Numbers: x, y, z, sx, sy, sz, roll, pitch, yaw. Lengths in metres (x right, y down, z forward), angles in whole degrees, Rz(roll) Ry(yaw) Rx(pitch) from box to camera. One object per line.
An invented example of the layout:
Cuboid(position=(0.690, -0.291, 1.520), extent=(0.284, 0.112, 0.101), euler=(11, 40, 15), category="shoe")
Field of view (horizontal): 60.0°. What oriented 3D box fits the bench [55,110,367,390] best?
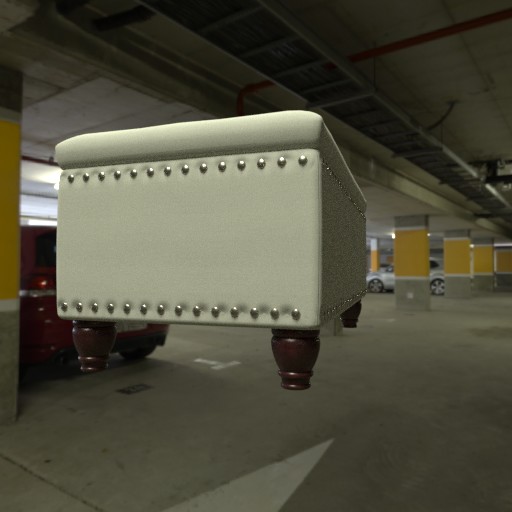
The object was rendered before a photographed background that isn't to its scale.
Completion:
Cuboid(position=(0.000, 0.000, 1.155), extent=(0.500, 0.449, 0.887), euler=(-1, -2, 18), category="bench")
